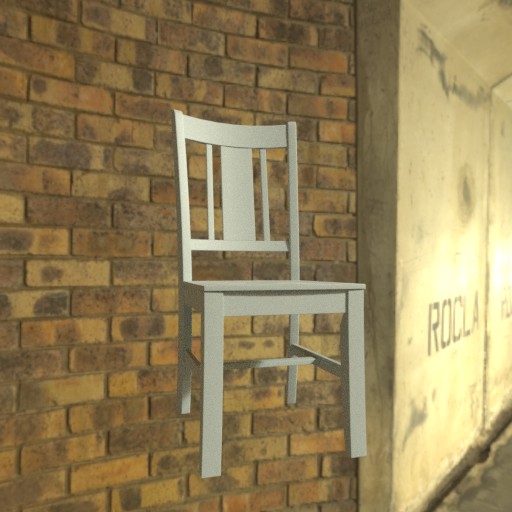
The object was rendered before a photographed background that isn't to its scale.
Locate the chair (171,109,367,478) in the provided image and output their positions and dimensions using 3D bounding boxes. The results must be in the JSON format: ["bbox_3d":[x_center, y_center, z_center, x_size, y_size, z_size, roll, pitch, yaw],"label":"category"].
[{"bbox_3d":[0.000,0.000,1.304,0.450,0.998,0.555,1,-2,-17],"label":"chair"}]
